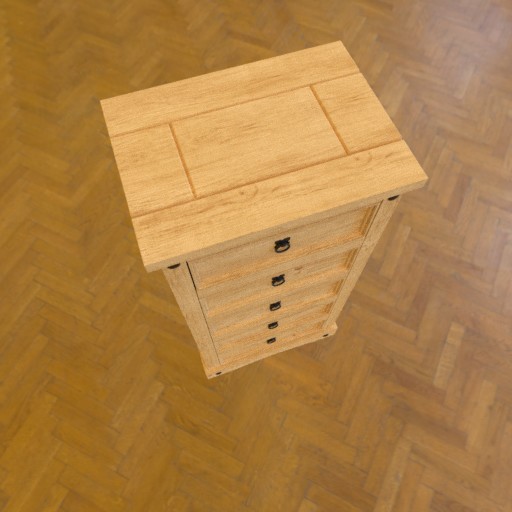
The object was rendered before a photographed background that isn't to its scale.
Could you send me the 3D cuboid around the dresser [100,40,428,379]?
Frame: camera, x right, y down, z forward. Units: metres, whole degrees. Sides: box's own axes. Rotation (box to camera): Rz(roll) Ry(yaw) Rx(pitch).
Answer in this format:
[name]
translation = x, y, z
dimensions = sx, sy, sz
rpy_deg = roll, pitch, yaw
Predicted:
[dresser]
translation = 0.000, 0.000, 1.320
dimensions = 0.531, 1.041, 0.390
rpy_deg = -18, 65, -8
